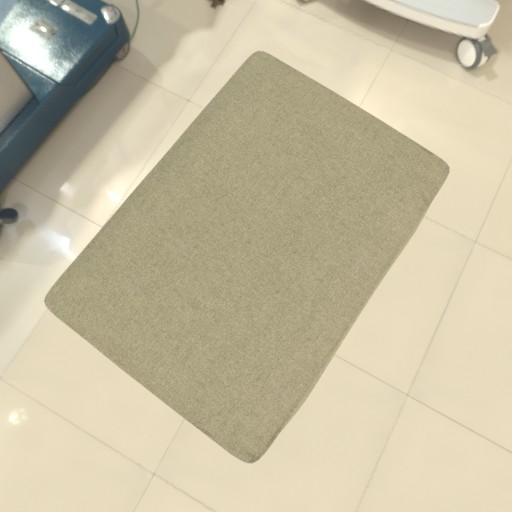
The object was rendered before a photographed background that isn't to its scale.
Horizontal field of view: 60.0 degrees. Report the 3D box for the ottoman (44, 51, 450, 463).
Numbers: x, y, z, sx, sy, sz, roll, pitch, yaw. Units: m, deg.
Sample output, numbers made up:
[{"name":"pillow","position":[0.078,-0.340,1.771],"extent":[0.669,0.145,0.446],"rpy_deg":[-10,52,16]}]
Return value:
[{"name":"ottoman","position":[0.000,0.000,1.212],"extent":[0.611,0.508,0.848],"rpy_deg":[35,78,9]}]
